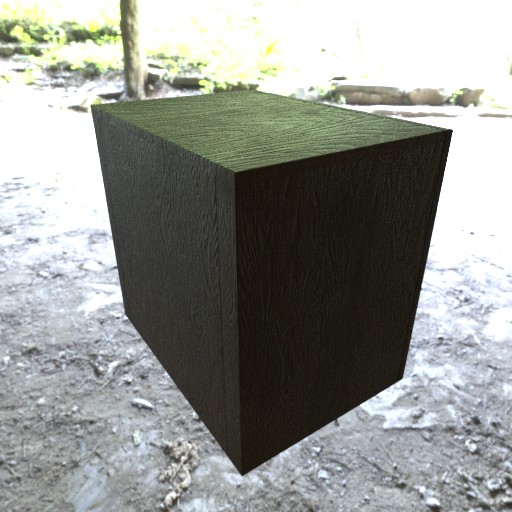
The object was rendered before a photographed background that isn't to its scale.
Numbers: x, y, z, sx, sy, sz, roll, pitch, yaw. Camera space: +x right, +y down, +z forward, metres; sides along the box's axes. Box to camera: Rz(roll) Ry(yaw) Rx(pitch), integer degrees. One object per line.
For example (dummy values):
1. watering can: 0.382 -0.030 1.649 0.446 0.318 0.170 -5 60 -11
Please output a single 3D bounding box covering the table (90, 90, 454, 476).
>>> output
1. table: 0.000 0.000 0.945 0.439 0.585 0.560 -18 33 -30
